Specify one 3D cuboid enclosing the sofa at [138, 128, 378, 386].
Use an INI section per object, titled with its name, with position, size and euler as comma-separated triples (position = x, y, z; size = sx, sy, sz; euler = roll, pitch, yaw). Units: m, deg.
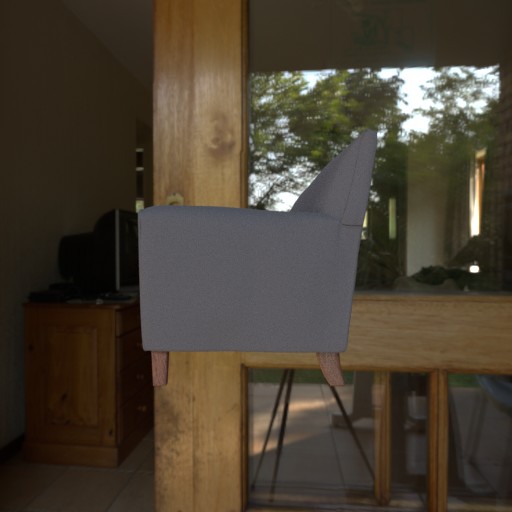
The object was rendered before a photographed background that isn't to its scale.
[sofa]
position = 0.000, 0.000, 2.488
size = 0.843, 0.907, 2.002
euler = 0, 1, 0
